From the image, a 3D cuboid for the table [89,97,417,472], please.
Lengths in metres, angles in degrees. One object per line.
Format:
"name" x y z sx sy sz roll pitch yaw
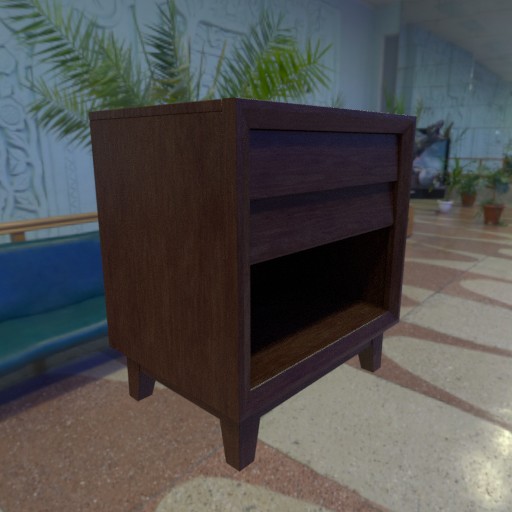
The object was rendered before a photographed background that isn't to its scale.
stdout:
"table" 0.000 0.000 1.000 0.449 0.609 0.557 13 19 41
